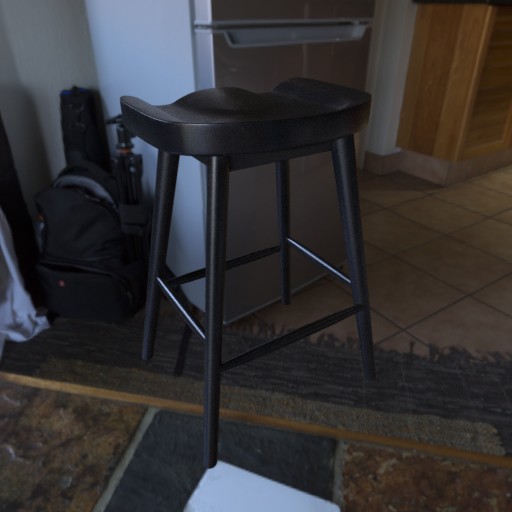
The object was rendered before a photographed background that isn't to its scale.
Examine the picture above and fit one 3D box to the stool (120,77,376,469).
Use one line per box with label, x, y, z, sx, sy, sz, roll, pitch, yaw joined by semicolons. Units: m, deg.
stool;0.000;0.000;0.896;0.440;0.615;0.361;-18;35;-27
